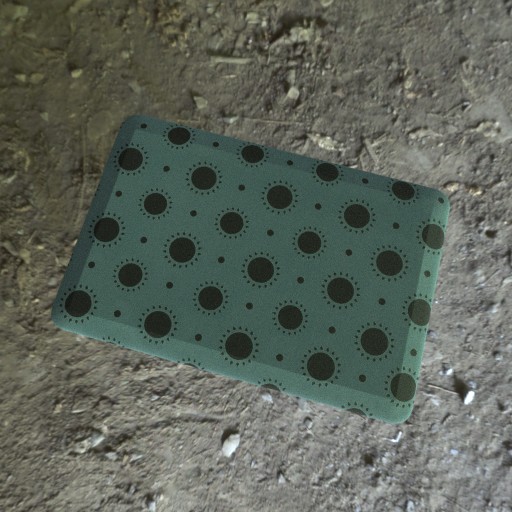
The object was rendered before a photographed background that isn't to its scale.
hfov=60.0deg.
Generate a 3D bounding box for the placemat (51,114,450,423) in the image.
[{"bbox_3d":[0.000,0.000,0.941,0.762,0.021,0.508,15,77,3],"label":"placemat"}]
